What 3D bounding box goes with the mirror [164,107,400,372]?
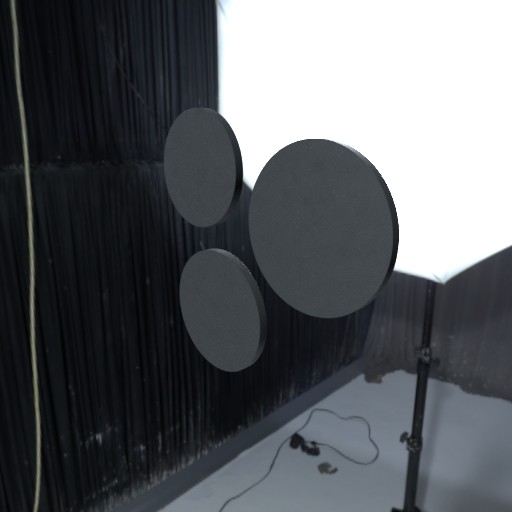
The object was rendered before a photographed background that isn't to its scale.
[{"bbox_3d":[0.000,0.000,3.209,0.076,2.096,2.160,-14,20,-43],"label":"mirror"}]
